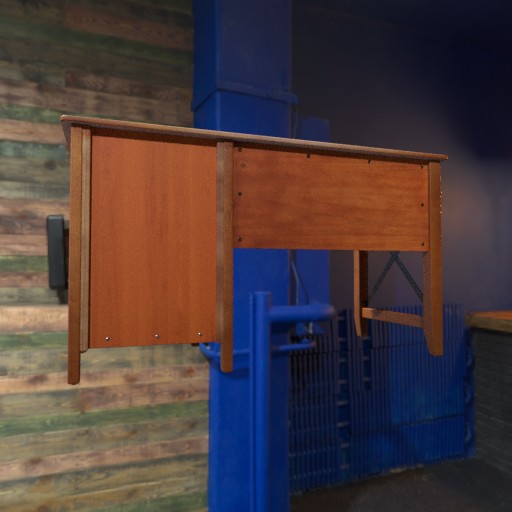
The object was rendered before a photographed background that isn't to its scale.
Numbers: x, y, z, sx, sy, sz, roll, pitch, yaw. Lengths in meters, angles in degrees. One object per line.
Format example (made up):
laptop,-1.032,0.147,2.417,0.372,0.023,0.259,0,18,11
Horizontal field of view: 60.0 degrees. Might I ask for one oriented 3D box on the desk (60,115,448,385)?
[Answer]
desk,0.000,0.000,1.711,1.353,0.756,0.574,1,-2,-19
